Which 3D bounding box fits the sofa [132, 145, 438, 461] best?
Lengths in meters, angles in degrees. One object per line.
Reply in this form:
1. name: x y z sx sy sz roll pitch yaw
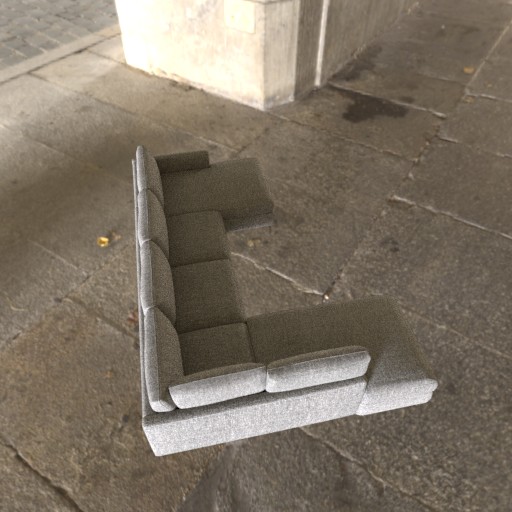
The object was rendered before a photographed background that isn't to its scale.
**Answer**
1. sofa: 0.000 0.000 3.639 1.879 0.756 2.737 -9 47 -8
